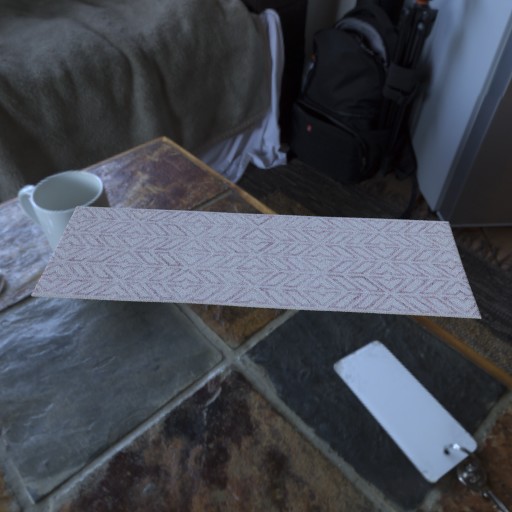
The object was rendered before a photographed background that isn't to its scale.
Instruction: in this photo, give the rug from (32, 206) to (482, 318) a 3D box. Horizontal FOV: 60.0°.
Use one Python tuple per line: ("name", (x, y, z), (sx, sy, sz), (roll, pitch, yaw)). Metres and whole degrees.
("rug", (0.000, 0.000, 2.644), (2.435, 0.009, 0.750), (3, 47, 2))
